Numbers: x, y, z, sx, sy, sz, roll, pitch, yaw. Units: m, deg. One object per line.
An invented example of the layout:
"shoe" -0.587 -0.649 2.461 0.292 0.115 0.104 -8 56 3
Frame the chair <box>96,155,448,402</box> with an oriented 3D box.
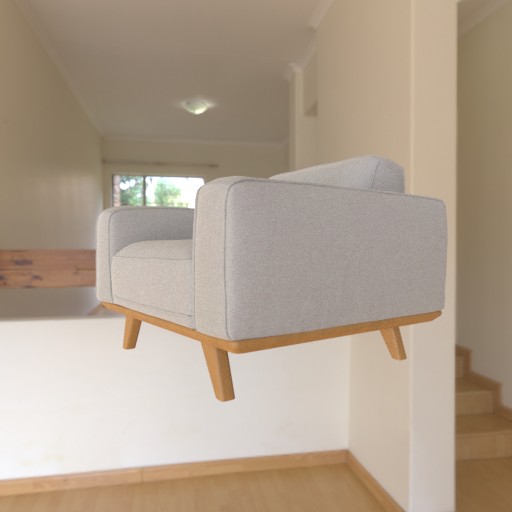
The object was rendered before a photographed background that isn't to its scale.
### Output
"chair" 0.000 0.000 1.755 0.953 0.779 1.115 -1 1 -36
